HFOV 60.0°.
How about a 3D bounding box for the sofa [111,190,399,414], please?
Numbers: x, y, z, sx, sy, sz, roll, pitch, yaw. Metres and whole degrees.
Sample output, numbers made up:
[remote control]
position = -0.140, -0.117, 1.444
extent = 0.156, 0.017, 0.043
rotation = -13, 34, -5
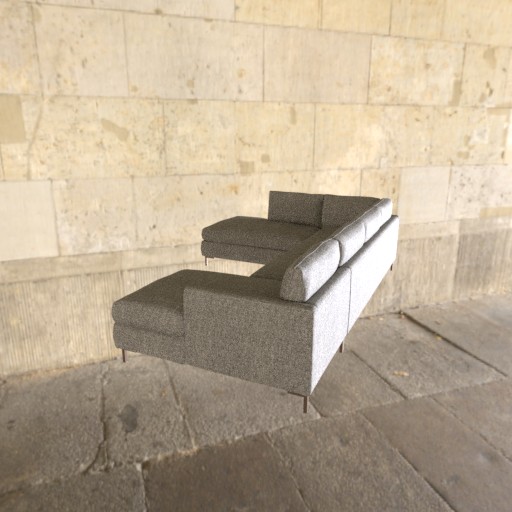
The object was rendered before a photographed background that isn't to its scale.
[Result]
[sofa]
position = 0.000, 0.000, 3.656
extent = 1.879, 0.756, 2.737
rotation = 7, 17, 25
